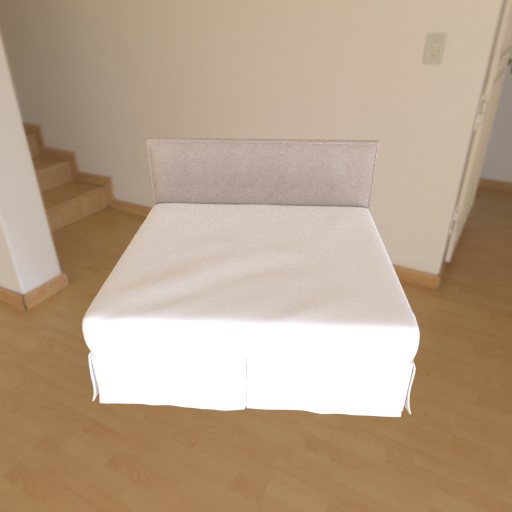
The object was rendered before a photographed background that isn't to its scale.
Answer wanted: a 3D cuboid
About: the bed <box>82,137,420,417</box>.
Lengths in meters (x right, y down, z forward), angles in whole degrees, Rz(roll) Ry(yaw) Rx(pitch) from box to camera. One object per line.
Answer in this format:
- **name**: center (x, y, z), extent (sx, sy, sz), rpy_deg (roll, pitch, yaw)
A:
- **bed**: center (0.000, 0.000, 3.466), extent (2.170, 1.346, 1.914), rpy_deg (1, 29, 3)
